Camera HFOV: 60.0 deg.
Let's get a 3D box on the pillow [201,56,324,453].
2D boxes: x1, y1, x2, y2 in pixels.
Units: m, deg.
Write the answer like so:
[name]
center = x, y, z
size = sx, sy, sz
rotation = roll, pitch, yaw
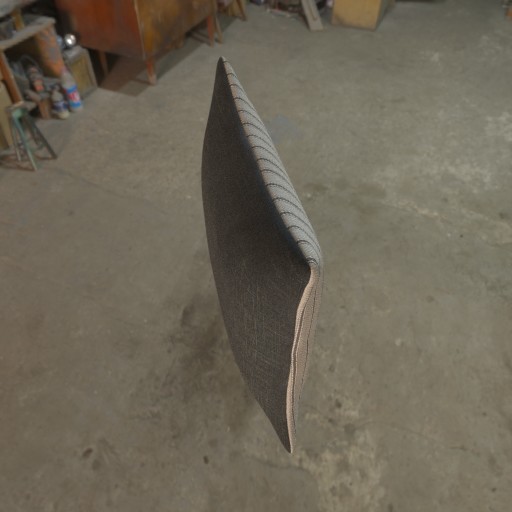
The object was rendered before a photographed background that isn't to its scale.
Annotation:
[pillow]
center = 0.000, 0.000, 0.703
size = 0.138, 0.444, 0.468
rotation = -9, 47, -9
